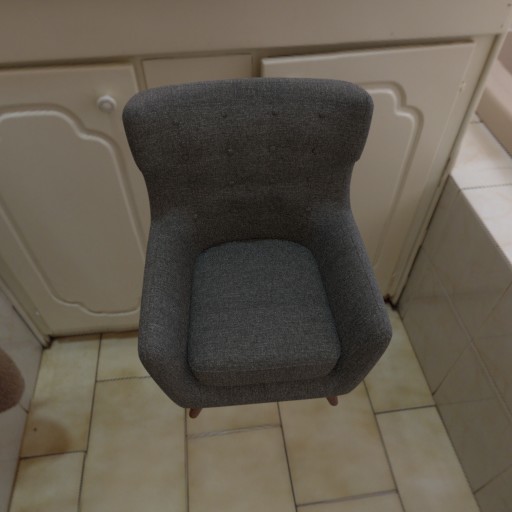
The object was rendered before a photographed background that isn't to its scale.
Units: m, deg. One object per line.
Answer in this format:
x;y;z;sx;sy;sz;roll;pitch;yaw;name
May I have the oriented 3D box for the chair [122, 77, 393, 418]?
0.000;0.000;1.743;0.878;1.063;0.904;-4;48;-3;chair
